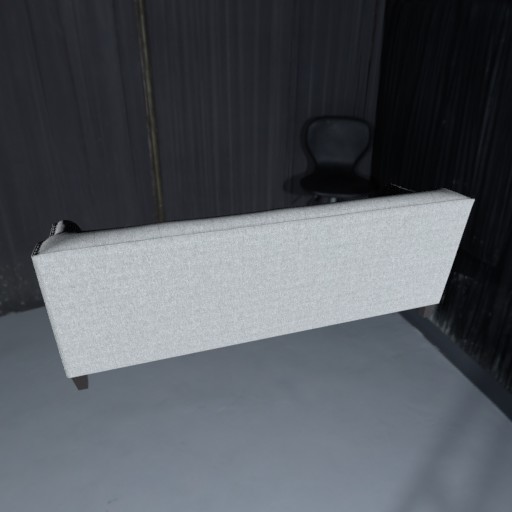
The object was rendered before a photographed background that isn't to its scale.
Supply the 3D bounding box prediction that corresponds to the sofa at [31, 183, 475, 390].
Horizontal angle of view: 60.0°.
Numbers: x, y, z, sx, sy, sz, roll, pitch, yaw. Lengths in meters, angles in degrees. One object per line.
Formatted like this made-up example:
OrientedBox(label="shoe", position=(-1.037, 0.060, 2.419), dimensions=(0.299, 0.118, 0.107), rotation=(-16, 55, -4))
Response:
OrientedBox(label="sofa", position=(0.000, 0.000, 2.684), dimensions=(2.235, 0.901, 0.914), rotation=(-8, 29, -16))
